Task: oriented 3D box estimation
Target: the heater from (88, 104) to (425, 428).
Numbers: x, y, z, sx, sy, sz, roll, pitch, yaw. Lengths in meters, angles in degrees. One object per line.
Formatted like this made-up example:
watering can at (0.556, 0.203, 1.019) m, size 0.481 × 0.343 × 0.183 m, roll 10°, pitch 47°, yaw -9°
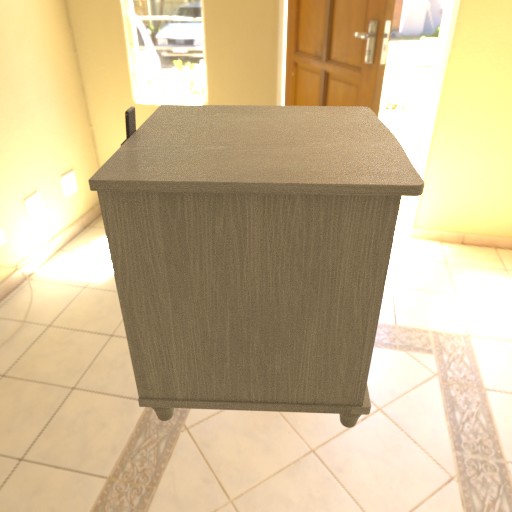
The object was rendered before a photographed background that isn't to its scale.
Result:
heater at (0.000, 0.000, 0.747) m, size 0.400 × 0.481 × 0.362 m, roll 1°, pitch 32°, yaw 2°
